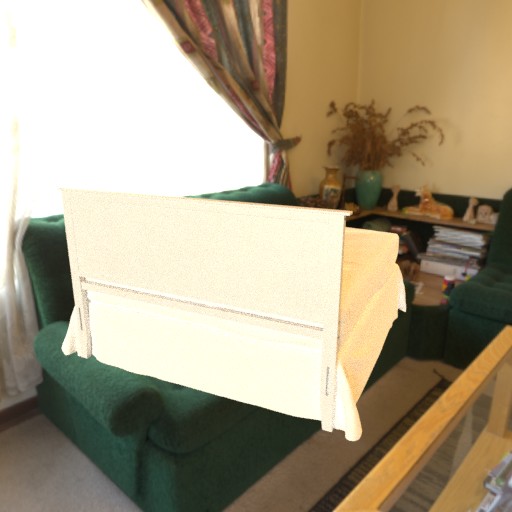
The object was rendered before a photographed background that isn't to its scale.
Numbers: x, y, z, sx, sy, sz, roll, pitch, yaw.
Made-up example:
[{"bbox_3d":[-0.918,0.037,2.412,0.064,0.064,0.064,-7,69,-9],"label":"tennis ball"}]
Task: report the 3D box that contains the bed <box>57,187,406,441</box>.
[{"bbox_3d":[0.000,0.000,3.675,2.317,1.273,2.215,8,18,25],"label":"bed"}]
